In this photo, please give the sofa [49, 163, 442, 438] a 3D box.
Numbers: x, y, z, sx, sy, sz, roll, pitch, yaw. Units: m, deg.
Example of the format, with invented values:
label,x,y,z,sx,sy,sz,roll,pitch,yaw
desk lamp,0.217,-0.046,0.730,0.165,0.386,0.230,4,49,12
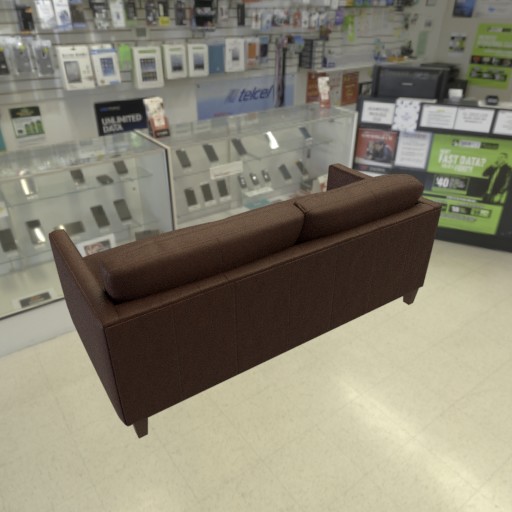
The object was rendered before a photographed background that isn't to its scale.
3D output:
label,x,y,z,sx,sy,sz,roll,pitch,yaw
sofa,0.000,0.000,2.500,1.971,0.863,0.923,-18,35,-29
